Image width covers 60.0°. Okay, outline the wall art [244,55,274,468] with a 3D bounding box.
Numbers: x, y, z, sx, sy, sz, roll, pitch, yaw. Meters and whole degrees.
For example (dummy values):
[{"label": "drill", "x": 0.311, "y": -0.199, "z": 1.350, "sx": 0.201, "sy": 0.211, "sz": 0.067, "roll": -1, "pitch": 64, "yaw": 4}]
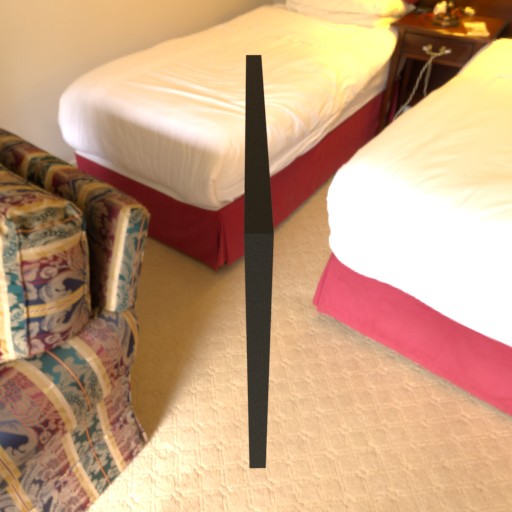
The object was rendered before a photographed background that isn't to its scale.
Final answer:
[{"label": "wall art", "x": 0.000, "y": 0.000, "z": 1.148, "sx": 0.044, "sy": 0.758, "sz": 0.758, "roll": -1, "pitch": 42, "yaw": -1}]
